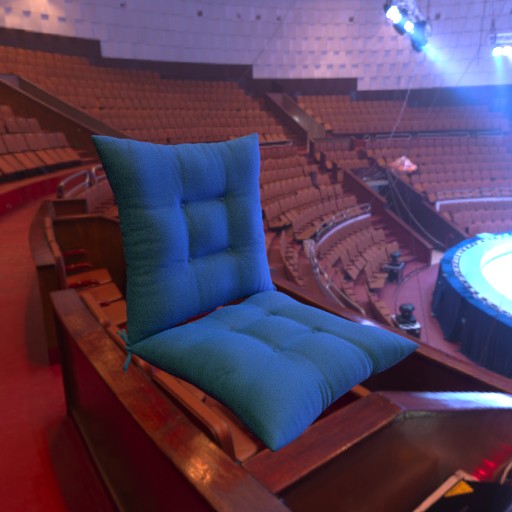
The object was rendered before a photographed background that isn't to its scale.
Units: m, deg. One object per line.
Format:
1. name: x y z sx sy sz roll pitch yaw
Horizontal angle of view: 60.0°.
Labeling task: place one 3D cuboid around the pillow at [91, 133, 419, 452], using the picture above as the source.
1. pillow: 0.000 0.000 1.010 0.585 0.536 0.541 15 22 43
